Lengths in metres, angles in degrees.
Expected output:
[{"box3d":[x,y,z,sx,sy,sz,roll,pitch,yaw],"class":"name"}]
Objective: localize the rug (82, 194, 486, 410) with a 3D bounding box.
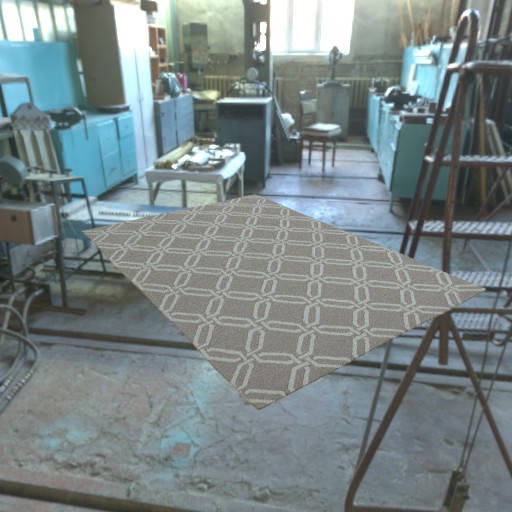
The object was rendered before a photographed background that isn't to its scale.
[{"box3d":[0.000,0.000,2.754,1.524,0.013,2.135,-17,30,-32],"class":"rug"}]
